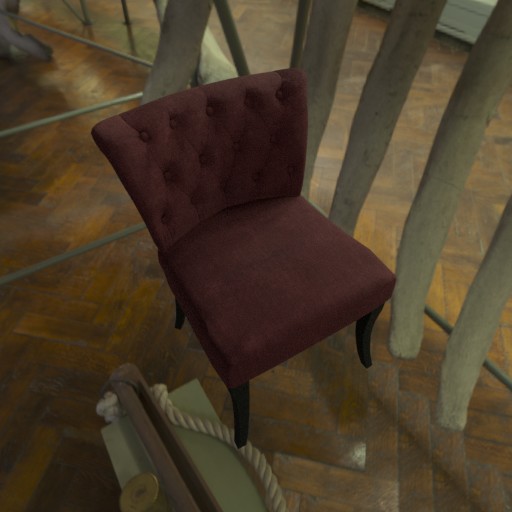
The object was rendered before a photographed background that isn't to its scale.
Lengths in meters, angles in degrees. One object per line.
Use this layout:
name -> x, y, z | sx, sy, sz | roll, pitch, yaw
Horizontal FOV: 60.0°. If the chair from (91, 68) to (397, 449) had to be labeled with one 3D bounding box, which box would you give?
chair -> 0.000, 0.000, 1.216 | 0.582, 0.750, 0.605 | -24, 51, -21
